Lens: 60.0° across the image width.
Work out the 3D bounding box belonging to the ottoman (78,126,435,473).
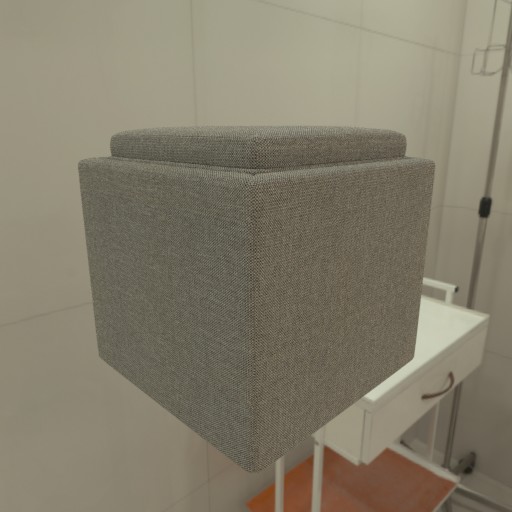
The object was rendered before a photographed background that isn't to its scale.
[{"bbox_3d":[0.000,0.000,0.816,0.450,0.460,0.450,-15,22,-42],"label":"ottoman"}]
